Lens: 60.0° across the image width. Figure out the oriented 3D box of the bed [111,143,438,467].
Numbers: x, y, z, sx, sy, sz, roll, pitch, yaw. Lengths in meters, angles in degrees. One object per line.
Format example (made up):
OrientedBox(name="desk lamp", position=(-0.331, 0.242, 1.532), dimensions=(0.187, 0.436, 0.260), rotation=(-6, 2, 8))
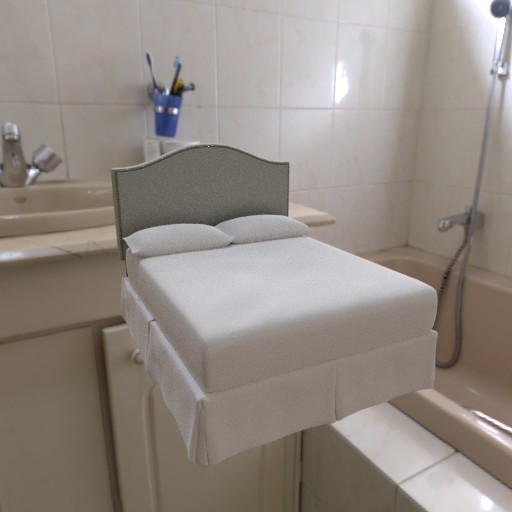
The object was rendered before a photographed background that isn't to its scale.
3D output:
OrientedBox(name="bed", position=(0.000, 0.000, 3.405), dimensions=(1.813, 1.607, 2.180), rotation=(-8, 18, -25))
